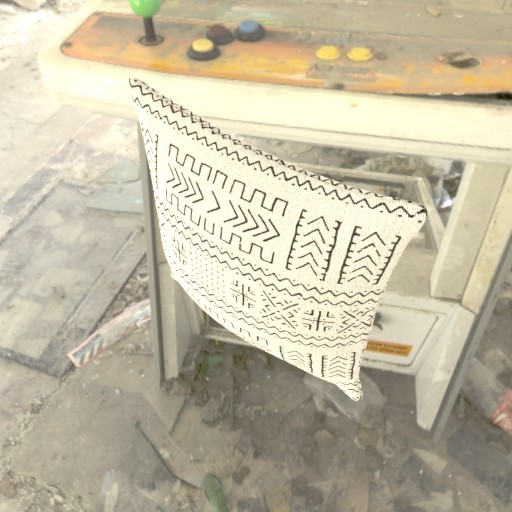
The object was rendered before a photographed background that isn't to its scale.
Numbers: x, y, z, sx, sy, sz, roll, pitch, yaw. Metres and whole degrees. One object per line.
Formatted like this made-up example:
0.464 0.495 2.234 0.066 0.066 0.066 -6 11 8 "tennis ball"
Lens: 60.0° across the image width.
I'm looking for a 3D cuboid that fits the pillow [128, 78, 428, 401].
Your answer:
0.000 0.000 0.669 0.438 0.430 0.164 30 55 24 "pillow"
